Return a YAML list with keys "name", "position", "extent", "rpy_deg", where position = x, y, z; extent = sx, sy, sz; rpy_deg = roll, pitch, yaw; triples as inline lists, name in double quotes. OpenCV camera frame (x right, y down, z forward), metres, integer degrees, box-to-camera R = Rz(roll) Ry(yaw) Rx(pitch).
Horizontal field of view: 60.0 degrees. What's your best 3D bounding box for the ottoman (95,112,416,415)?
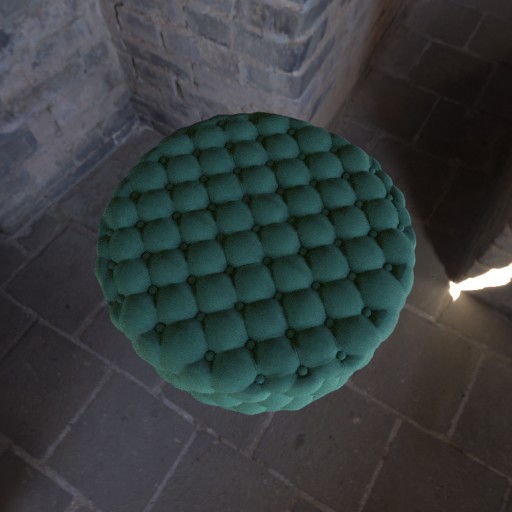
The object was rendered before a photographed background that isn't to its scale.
- name: "ottoman"
  position: [0.000, 0.000, 1.509]
  extent: [0.998, 0.399, 0.998]
  rpy_deg: [0, 63, 0]
